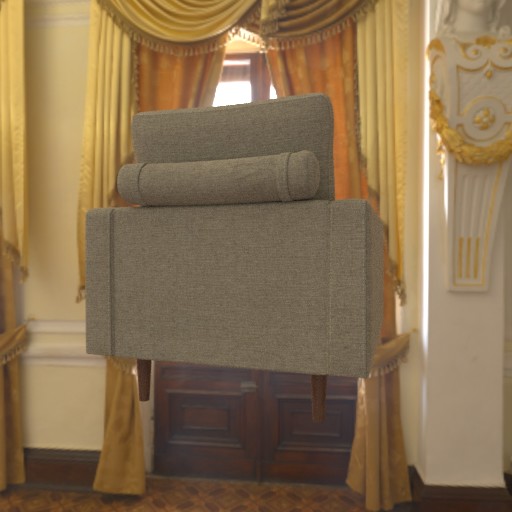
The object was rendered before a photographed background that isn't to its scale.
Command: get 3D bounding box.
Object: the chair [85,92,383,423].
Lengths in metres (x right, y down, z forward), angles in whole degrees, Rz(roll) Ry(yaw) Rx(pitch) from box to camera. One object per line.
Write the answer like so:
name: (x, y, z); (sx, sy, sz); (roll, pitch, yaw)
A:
chair: (0.000, 0.000, 1.531); (0.821, 0.880, 0.843); (0, 1, 18)
